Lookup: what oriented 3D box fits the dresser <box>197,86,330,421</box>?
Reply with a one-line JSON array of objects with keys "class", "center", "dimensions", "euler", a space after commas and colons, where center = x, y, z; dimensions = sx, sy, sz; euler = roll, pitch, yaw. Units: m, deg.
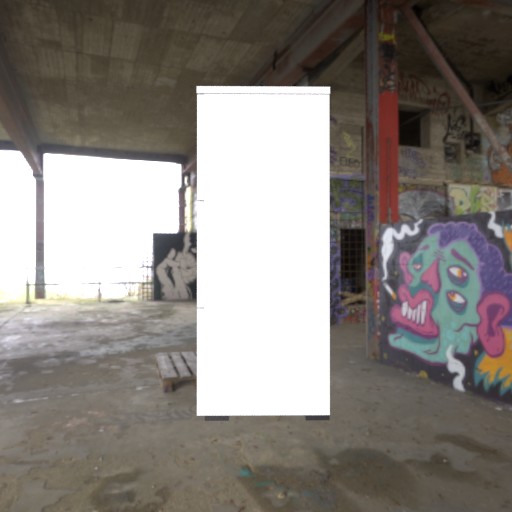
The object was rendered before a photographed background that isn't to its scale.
[{"class": "dresser", "center": [0.000, 0.000, 1.814], "dimensions": [0.333, 0.790, 1.535], "euler": [0, 0, -1]}]
